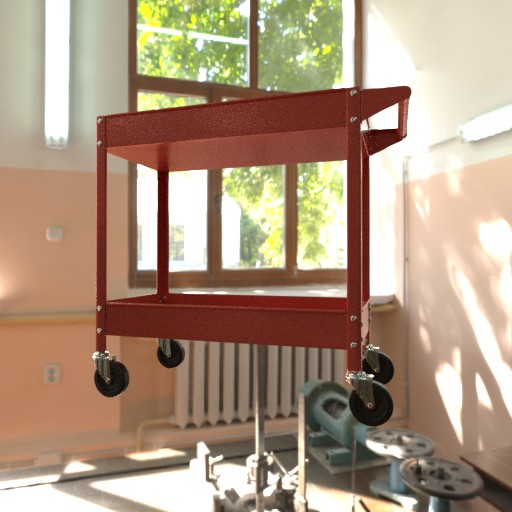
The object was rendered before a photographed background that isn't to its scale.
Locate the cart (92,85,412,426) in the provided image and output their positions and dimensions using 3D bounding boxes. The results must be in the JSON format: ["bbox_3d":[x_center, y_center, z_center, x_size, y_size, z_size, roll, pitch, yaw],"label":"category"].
[{"bbox_3d":[0.000,0.000,1.188,0.779,0.719,0.366,0,0,18],"label":"cart"}]
